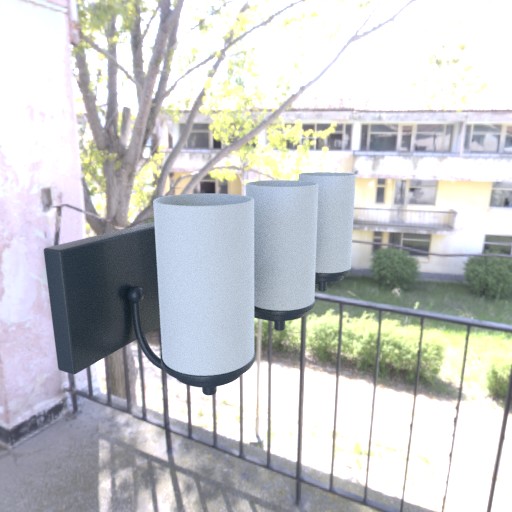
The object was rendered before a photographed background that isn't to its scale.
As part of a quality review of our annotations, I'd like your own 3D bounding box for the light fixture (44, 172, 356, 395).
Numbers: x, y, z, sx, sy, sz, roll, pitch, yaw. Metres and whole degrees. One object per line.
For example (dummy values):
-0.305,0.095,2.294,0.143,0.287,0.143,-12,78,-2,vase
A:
0.000,0.000,0.521,0.145,0.172,0.451,7,16,26,light fixture
